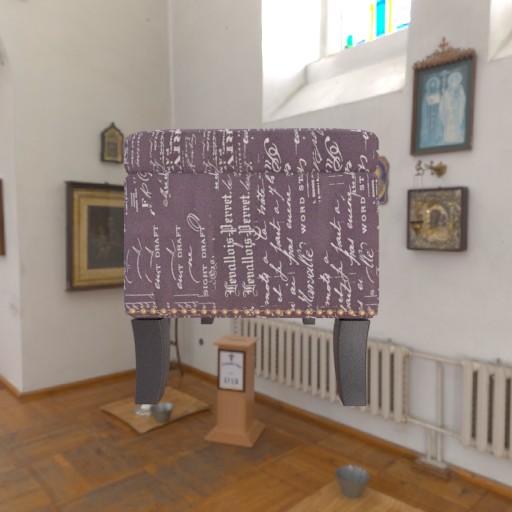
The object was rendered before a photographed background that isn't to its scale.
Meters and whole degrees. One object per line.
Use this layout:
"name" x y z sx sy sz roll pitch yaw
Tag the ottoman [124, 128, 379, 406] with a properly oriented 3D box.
"ottoman" 0.000 0.000 1.082 0.406 0.457 0.813 0 1 1
